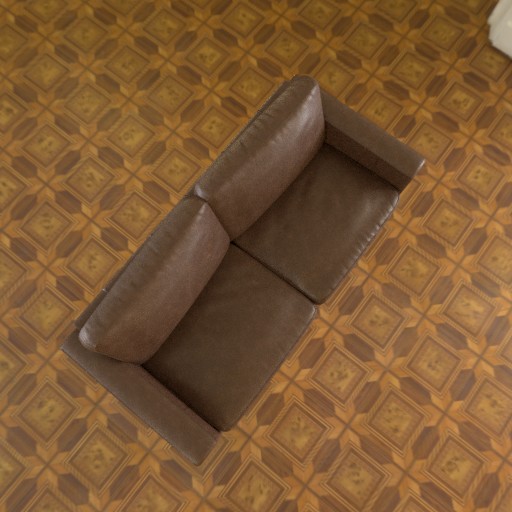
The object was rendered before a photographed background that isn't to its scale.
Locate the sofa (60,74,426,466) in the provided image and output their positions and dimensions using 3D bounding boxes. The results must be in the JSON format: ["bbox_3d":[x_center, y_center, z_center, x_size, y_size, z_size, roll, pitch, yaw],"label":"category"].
[{"bbox_3d":[0.000,0.000,2.649,1.016,0.873,2.179,37,79,9],"label":"sofa"}]
